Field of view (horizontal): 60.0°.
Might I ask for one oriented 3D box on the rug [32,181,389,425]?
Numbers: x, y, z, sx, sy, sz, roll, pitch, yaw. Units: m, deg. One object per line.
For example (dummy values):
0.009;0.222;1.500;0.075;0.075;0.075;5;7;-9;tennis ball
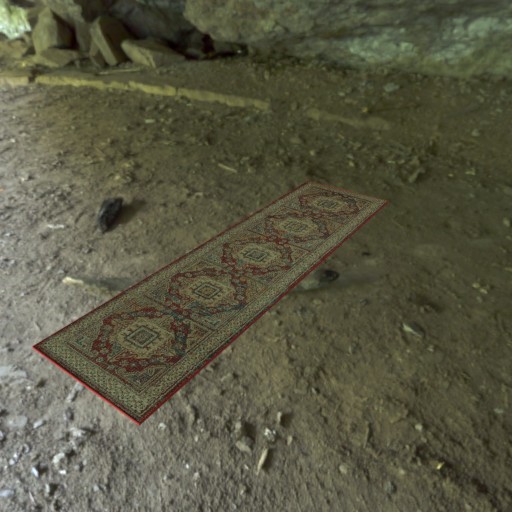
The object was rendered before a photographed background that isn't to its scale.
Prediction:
0.000;0.000;2.482;0.659;0.015;2.292;20;37;30;rug
